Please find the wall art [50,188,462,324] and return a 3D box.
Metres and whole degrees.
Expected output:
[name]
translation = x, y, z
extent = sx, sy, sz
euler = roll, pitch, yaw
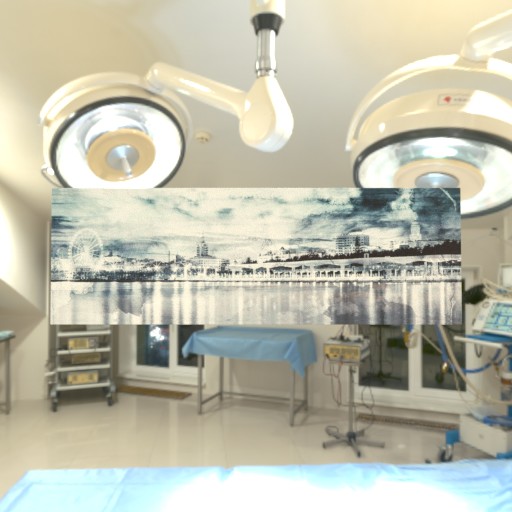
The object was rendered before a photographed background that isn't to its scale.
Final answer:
[wall art]
translation = 0.000, 0.000, 1.664
extent = 1.524, 0.509, 0.037
euler = 0, -1, 0
